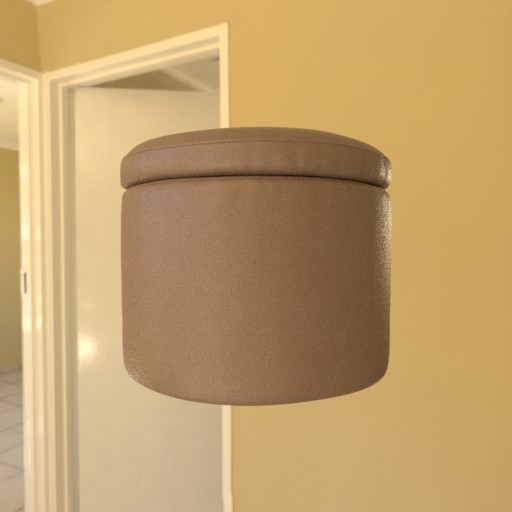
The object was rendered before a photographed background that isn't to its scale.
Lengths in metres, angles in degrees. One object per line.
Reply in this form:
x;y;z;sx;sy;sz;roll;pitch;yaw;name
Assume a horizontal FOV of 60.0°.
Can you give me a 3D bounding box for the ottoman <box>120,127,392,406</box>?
0.000;0.000;0.857;0.500;0.409;0.500;0;2;0;ottoman
